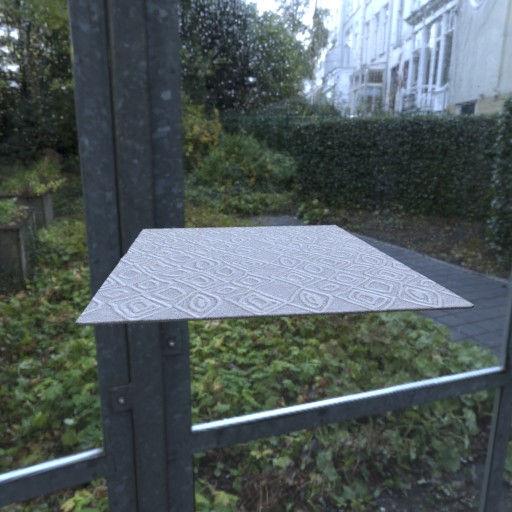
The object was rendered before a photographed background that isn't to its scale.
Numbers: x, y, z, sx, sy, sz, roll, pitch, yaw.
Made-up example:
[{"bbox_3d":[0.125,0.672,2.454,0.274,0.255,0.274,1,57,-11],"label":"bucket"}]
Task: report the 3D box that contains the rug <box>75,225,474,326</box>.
[{"bbox_3d":[0.000,0.000,4.125,2.449,0.025,3.049,-2,14,-7],"label":"rug"}]
